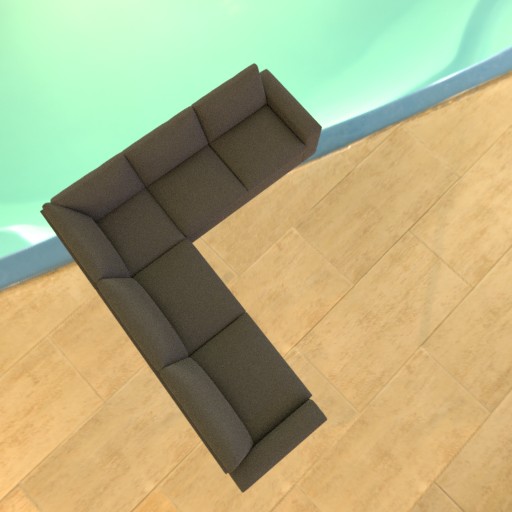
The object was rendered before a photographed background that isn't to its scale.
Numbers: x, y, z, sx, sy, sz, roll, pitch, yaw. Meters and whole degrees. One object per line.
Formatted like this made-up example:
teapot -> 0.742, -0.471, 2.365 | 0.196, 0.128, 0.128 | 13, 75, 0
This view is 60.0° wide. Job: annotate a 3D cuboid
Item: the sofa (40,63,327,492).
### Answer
sofa -> 0.000, 0.000, 4.557 | 2.895, 0.965, 3.277 | -37, 78, -10
